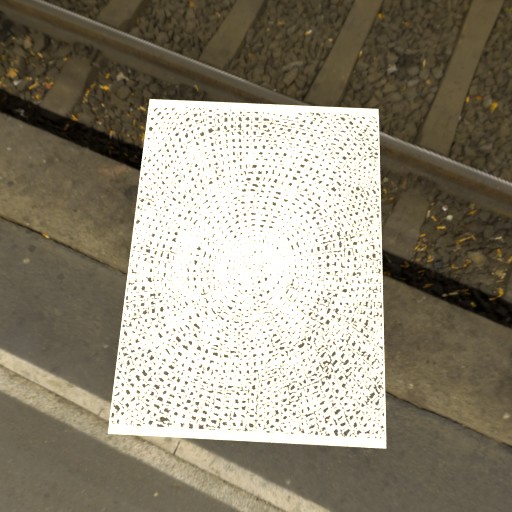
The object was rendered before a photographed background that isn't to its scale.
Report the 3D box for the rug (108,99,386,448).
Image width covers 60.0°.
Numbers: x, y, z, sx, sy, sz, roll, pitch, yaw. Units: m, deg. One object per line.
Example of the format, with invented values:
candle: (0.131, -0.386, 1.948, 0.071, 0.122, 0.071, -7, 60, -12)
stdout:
rug: (0.000, 0.000, 2.098, 1.190, 0.003, 1.634, 3, 75, 1)
